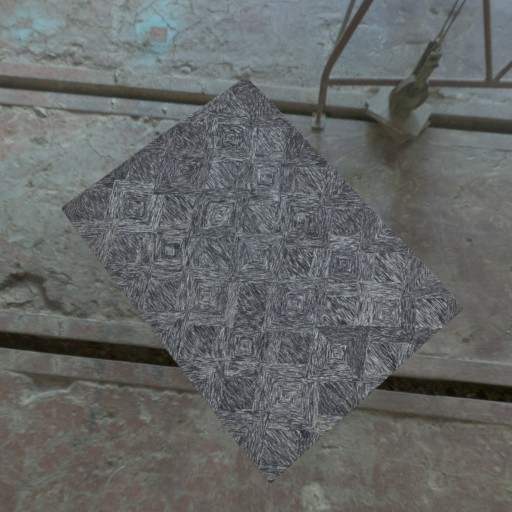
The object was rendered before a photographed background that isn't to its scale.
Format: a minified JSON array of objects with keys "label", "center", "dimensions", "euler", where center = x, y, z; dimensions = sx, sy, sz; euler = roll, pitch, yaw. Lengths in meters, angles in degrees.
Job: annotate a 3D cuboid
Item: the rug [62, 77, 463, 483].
[{"label":"rug","center":[0.000,0.000,5.365],"dimensions":[2.997,0.020,4.093],"euler":[-39,79,-9]}]
